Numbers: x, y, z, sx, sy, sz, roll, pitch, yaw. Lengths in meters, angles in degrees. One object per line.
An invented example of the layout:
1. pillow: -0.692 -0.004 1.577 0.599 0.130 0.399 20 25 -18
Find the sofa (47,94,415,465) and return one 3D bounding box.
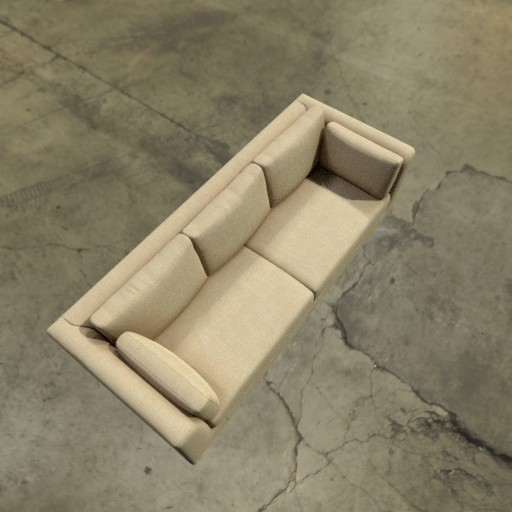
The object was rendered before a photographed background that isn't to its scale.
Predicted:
1. sofa: 0.000 0.000 2.960 0.969 0.867 2.415 33 64 19
